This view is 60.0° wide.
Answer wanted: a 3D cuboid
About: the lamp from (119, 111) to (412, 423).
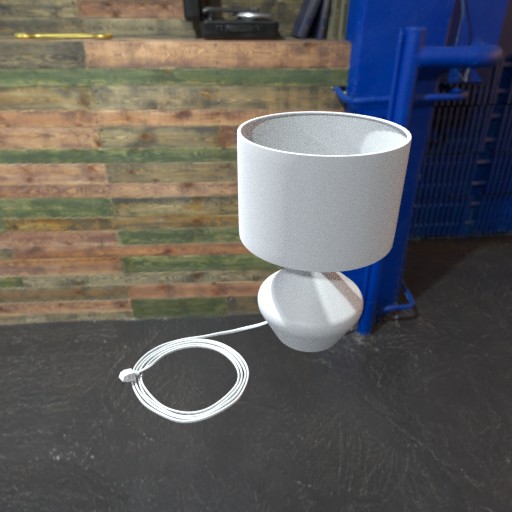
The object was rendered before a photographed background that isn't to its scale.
[{"bbox_3d":[0.000,0.000,0.858,0.546,0.457,0.401,-1,30,-2],"label":"lamp"}]
